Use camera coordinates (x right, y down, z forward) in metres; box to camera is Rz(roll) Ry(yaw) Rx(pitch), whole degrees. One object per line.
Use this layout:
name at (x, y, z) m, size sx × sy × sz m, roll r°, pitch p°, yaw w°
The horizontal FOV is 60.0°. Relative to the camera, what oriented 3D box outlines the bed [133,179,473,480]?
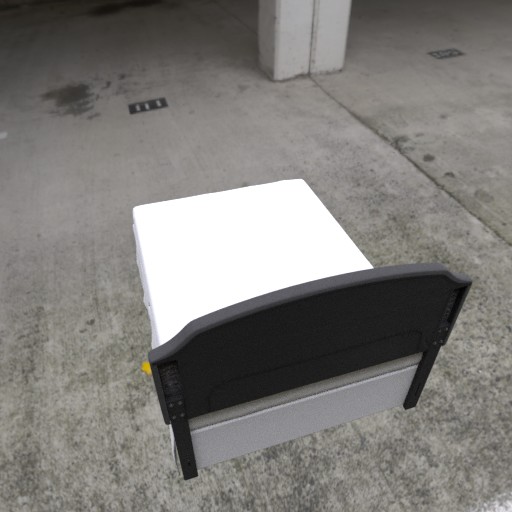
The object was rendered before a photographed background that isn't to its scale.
bed at (0.000, 0.000, 2.925) m, size 1.558 × 1.270 × 1.999 m, roll -12°, pitch 41°, yaw -14°
